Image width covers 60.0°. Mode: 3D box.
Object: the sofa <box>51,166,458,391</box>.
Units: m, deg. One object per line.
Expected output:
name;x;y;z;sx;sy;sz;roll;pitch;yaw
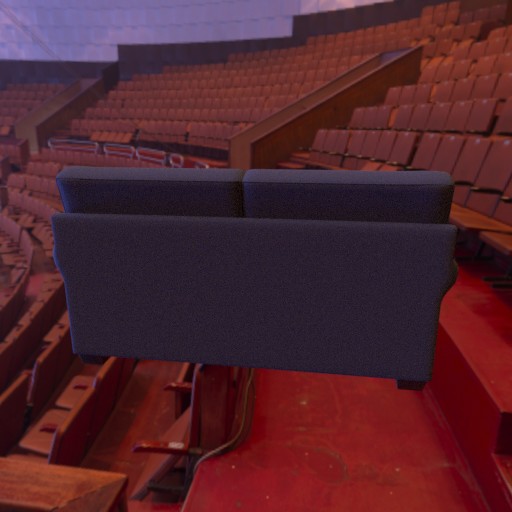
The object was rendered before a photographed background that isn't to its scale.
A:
sofa;0.000;0.000;2.485;1.930;1.020;0.940;2;16;8
